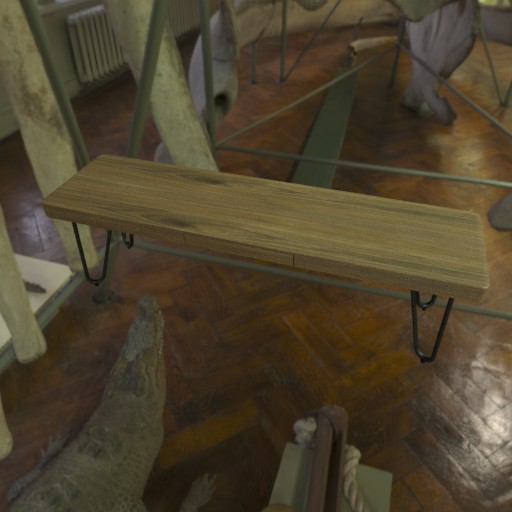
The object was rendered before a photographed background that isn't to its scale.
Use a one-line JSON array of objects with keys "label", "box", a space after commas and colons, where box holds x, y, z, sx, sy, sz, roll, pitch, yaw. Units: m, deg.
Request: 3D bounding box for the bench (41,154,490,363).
[{"label": "bench", "box": [0.000, 0.000, 1.776, 1.570, 0.462, 0.425, 11, 41, 13]}]
